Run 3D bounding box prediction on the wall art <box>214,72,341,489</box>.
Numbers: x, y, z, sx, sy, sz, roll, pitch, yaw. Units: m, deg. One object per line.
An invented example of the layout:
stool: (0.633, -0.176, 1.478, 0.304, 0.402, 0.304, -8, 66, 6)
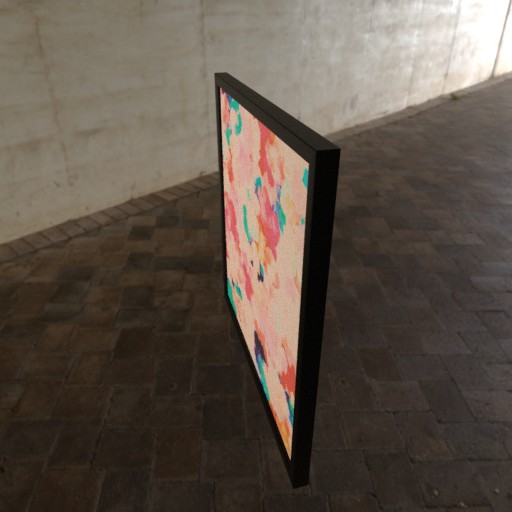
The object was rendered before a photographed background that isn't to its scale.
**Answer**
wall art: (0.000, 0.000, 1.104, 0.036, 0.755, 0.756, -8, 31, -13)
